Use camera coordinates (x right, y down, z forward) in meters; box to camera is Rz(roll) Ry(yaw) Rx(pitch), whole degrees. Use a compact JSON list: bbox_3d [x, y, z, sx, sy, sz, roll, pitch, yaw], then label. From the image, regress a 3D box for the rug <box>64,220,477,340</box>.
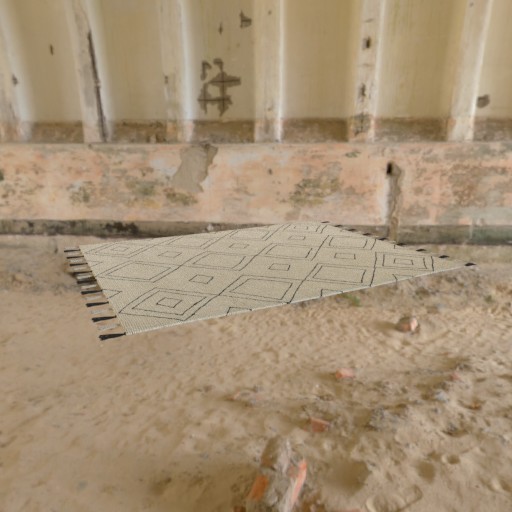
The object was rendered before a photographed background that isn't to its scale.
[{"bbox_3d":[0.000,0.000,4.228,3.221,0.026,2.342,-8,18,-26],"label":"rug"}]
